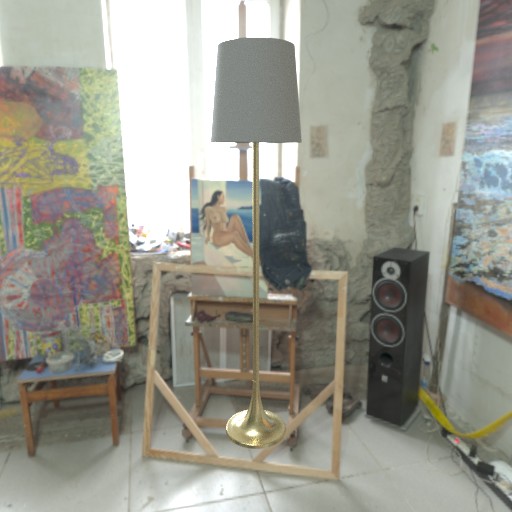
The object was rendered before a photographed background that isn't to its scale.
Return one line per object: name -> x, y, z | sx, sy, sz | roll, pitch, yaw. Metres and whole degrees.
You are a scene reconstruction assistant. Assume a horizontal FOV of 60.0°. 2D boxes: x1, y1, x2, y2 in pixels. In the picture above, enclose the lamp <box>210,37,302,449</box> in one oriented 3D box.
lamp -> 0.000, 0.000, 1.742 | 0.337, 1.543, 0.337 | 0, 13, 0
